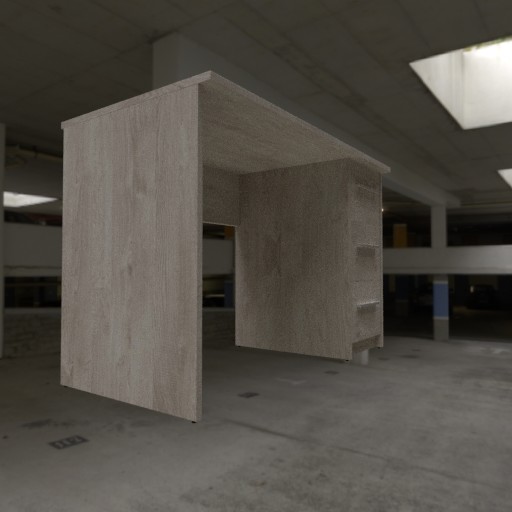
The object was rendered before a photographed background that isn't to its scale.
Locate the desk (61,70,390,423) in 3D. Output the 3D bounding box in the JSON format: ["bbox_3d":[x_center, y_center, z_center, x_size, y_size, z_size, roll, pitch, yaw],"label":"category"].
[{"bbox_3d":[0.000,0.000,1.517,0.560,0.735,1.097,-1,-2,36],"label":"desk"}]
